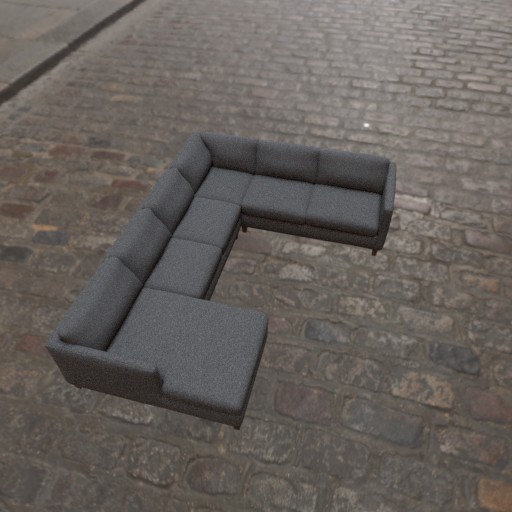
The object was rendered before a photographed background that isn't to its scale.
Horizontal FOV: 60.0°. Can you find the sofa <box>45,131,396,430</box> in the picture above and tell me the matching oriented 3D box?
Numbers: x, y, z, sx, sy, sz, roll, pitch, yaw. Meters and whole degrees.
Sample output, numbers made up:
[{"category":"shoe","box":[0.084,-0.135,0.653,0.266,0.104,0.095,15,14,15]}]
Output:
[{"category":"sofa","box":[0.000,0.000,4.425,2.551,0.853,3.238,11,47,10]}]
